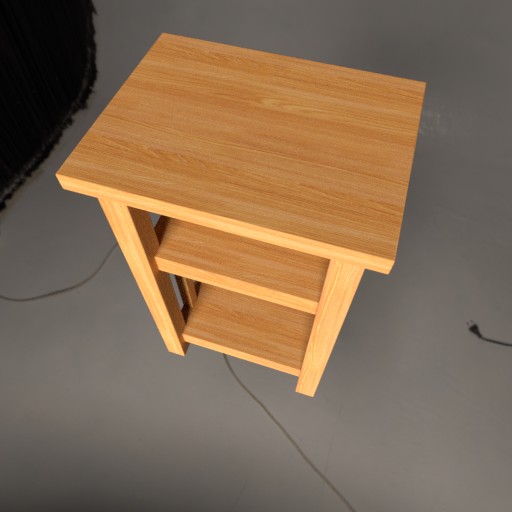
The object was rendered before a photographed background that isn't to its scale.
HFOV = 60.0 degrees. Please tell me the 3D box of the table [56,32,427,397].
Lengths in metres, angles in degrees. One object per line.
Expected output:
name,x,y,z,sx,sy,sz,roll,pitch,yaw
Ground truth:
table,0.000,0.000,0.730,0.350,0.550,0.270,15,59,9
